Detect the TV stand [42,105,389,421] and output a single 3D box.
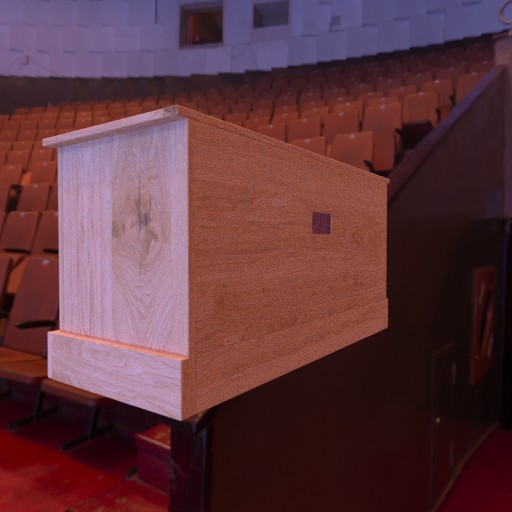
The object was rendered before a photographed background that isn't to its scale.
[{"bbox_3d":[0.000,0.000,1.333,0.440,0.550,1.080,1,2,36],"label":"TV stand"}]
